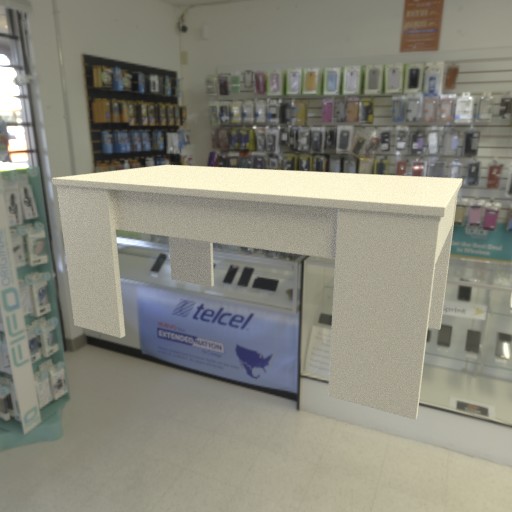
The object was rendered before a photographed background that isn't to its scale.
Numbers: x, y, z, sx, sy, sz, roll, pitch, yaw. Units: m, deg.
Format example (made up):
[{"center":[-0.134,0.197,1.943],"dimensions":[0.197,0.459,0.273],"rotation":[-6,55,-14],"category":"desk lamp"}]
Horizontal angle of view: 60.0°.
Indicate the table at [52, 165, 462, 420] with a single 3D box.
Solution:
[{"center":[0.000,0.000,1.267],"dimensions":[1.000,0.440,0.500],"rotation":[8,18,26],"category":"table"}]
